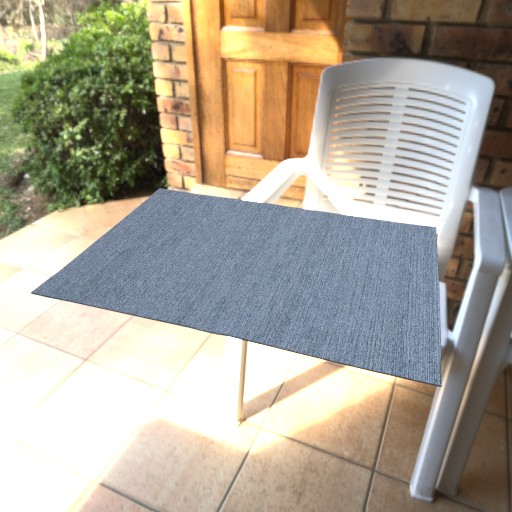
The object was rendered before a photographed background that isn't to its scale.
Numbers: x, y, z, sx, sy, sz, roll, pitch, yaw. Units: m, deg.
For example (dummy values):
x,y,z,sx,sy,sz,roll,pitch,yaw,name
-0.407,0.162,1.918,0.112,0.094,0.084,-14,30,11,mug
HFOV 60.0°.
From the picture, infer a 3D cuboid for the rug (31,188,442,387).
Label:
x,y,z,sx,sy,sz,roll,pitch,yaw,name
0.000,0.000,2.992,2.338,0.030,1.616,10,34,15,rug
